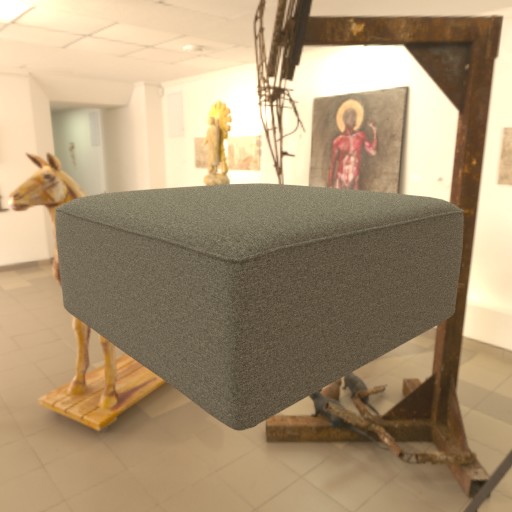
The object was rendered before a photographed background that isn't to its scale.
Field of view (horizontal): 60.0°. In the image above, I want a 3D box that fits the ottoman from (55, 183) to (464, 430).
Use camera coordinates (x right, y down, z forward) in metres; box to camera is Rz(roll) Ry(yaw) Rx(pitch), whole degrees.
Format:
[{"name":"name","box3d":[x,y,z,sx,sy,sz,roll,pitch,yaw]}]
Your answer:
[{"name":"ottoman","box3d":[0.000,0.000,1.539,1.015,0.464,1.005,-12,18,-41]}]
